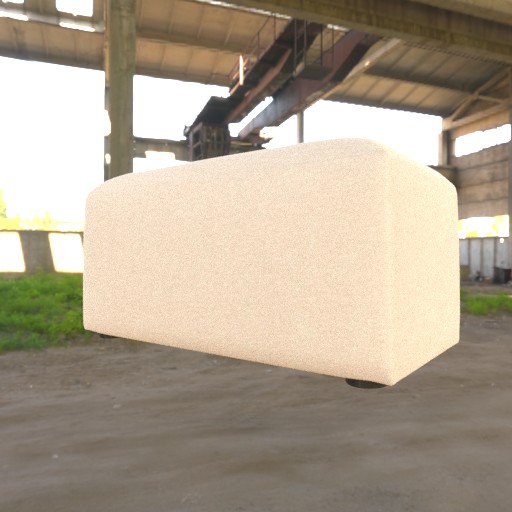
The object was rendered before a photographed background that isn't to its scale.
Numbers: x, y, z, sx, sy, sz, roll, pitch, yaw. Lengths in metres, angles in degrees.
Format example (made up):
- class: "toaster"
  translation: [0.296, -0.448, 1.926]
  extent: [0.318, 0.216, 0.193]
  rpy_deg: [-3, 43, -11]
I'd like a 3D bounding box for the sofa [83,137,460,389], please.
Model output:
- class: "sofa"
  translation: [0.000, 0.000, 1.196]
  extent: [0.930, 0.470, 0.480]
  rpy_deg: [0, 0, 37]
